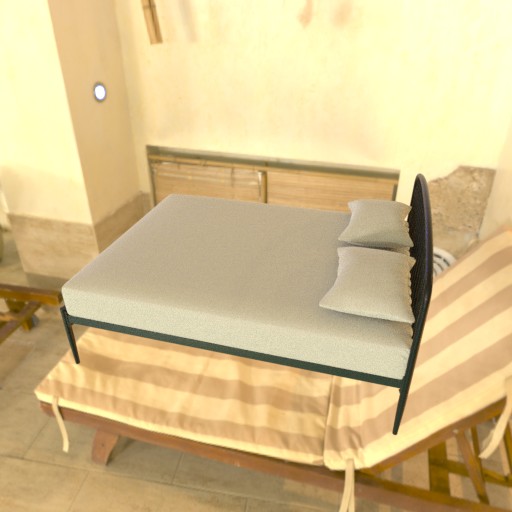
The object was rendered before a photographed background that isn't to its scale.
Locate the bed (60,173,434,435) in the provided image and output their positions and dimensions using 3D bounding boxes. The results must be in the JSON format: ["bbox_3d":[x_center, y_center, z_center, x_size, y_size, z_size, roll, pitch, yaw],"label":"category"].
[{"bbox_3d":[0.000,0.000,3.181,2.159,1.166,1.618,8,31,14],"label":"bed"}]
